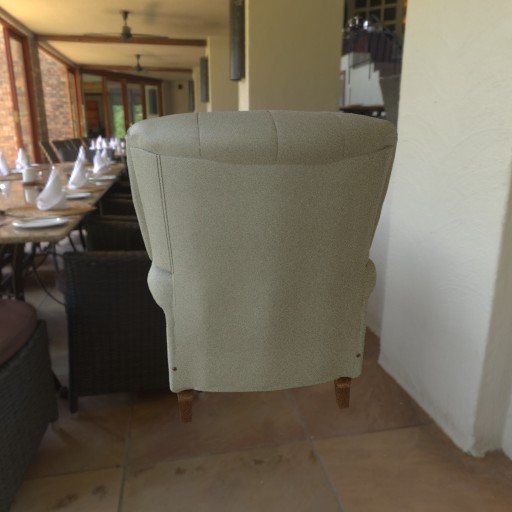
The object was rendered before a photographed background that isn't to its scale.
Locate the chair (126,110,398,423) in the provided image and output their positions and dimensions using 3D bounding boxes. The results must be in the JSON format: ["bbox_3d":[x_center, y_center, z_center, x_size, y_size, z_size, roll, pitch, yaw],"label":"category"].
[{"bbox_3d":[0.000,0.000,1.908,0.943,1.158,1.059,-2,16,-8],"label":"chair"}]
